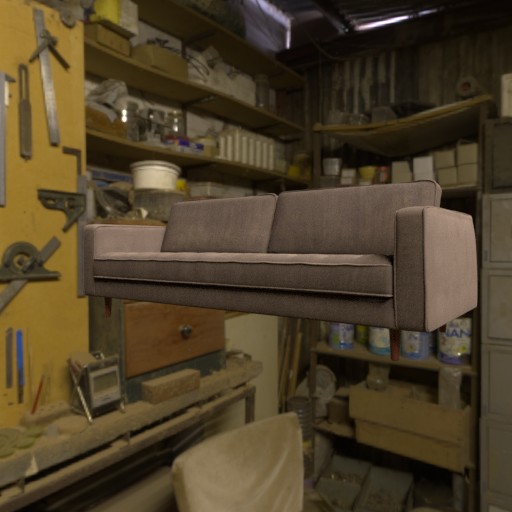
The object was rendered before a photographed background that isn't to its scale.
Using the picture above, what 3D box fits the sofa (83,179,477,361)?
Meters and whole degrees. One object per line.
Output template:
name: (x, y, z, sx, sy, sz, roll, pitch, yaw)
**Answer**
sofa: (0.000, 0.000, 2.662, 2.295, 0.813, 0.923, 1, 1, 37)
